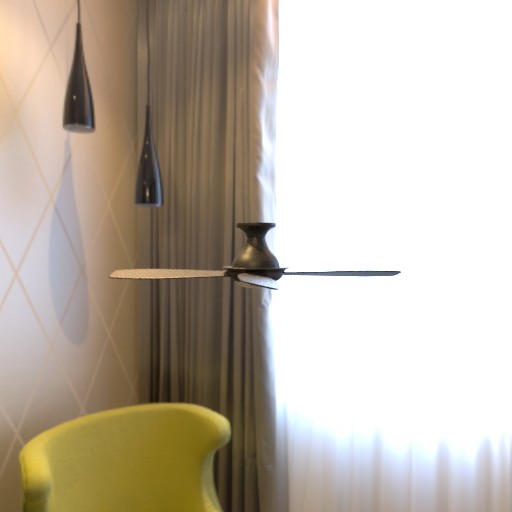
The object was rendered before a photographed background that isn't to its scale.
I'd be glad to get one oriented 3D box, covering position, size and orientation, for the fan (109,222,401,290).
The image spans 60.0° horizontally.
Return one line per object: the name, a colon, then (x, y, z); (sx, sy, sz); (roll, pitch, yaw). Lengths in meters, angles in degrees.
fan: (0.000, 0.000, 2.604); (1.694, 0.382, 1.694); (0, 1, -1)
